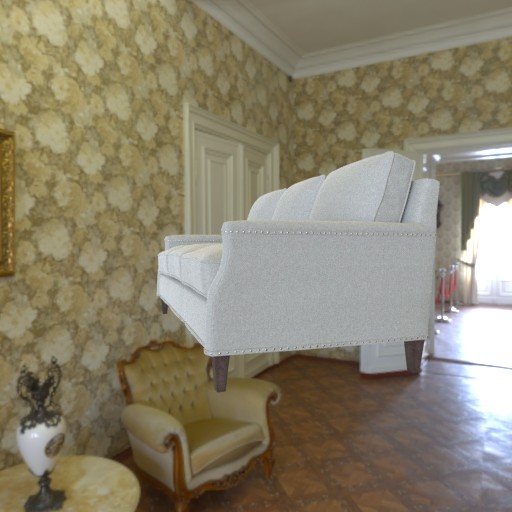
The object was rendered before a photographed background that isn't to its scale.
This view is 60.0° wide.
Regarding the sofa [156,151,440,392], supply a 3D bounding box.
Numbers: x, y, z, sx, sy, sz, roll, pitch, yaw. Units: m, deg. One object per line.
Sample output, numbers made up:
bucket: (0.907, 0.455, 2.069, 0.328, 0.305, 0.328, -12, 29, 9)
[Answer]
sofa: (0.000, 0.000, 2.860, 1.084, 1.003, 2.246, 0, 1, -17)
